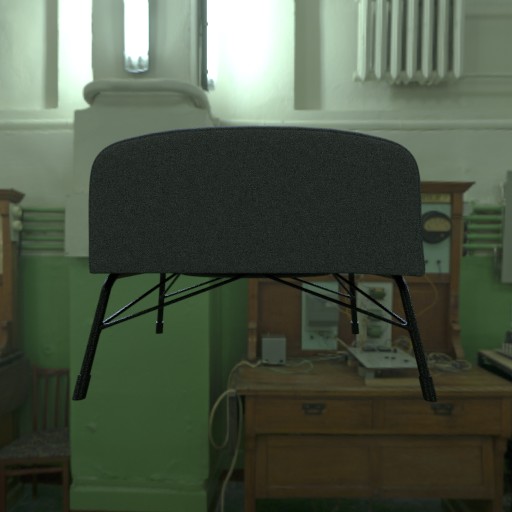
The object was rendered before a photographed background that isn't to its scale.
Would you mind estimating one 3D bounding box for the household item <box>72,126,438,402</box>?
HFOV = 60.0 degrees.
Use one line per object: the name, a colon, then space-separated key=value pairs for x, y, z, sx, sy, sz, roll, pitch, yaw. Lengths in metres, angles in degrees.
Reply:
household item: x=0.000 y=0.000 z=0.897 sx=0.530 sy=0.410 sz=0.530 roll=0 pitch=1 yaw=1
